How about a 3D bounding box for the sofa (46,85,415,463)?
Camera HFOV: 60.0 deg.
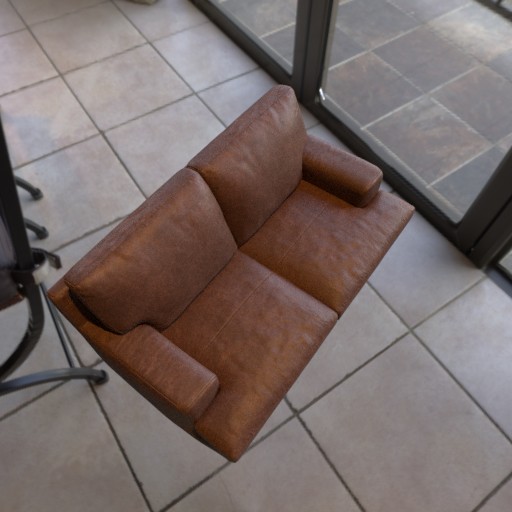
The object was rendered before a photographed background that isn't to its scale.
[{"bbox_3d":[0.000,0.000,2.510,1.143,0.939,1.880,33,65,18],"label":"sofa"}]
